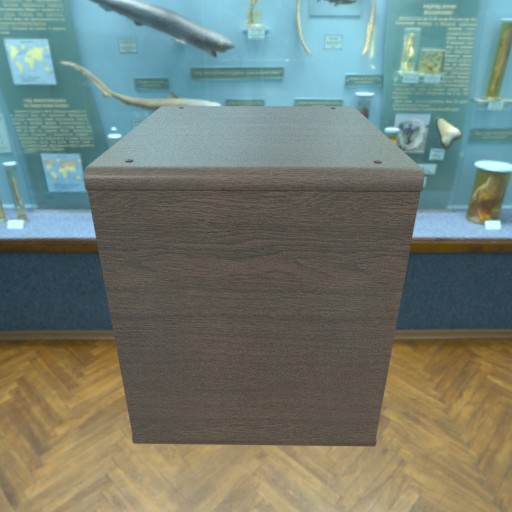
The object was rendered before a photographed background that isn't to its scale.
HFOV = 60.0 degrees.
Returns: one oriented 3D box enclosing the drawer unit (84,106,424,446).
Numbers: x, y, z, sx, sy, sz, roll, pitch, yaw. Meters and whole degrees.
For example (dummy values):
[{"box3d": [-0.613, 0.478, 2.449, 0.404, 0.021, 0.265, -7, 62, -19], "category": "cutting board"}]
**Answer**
[{"box3d": [0.000, 0.000, 0.604, 0.290, 0.344, 0.344, 0, 28, 1], "category": "drawer unit"}]
